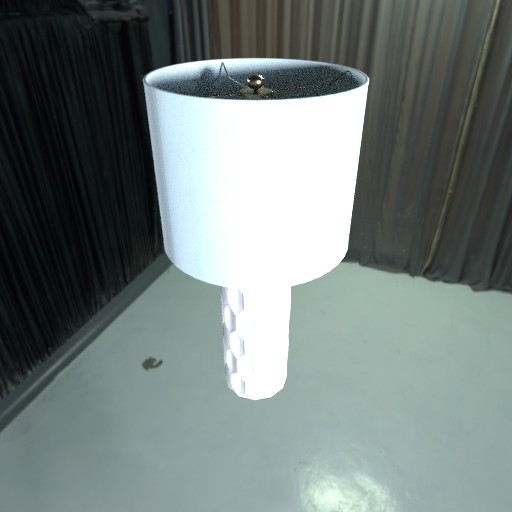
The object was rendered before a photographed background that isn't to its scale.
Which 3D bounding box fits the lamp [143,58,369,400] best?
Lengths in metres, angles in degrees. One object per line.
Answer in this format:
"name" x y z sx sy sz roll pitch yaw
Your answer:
"lamp" 0.000 0.000 0.695 0.277 0.534 0.277 9 33 14
